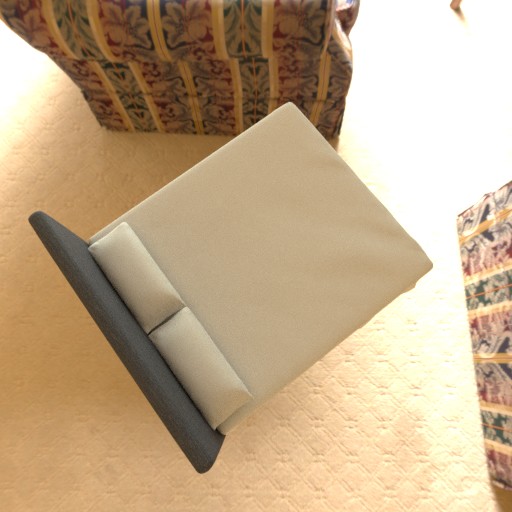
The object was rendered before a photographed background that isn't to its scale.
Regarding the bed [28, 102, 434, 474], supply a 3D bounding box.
[{"bbox_3d":[0.000,0.000,3.275,2.142,1.330,1.884,-37,79,-8],"label":"bed"}]
